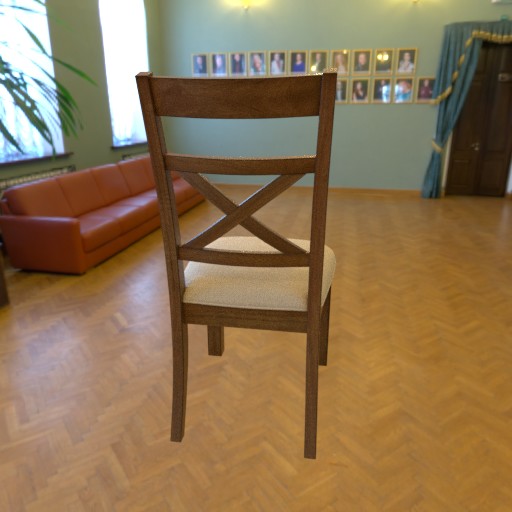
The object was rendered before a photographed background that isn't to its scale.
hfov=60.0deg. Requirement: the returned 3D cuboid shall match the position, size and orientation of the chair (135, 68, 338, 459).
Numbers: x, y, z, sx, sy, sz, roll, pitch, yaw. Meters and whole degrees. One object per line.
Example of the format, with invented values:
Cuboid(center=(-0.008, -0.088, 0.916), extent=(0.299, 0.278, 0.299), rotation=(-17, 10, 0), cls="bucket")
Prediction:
Cuboid(center=(0.000, 0.000, 1.275), extent=(0.461, 0.949, 0.581), rotation=(3, 18, 9), cls="chair")
